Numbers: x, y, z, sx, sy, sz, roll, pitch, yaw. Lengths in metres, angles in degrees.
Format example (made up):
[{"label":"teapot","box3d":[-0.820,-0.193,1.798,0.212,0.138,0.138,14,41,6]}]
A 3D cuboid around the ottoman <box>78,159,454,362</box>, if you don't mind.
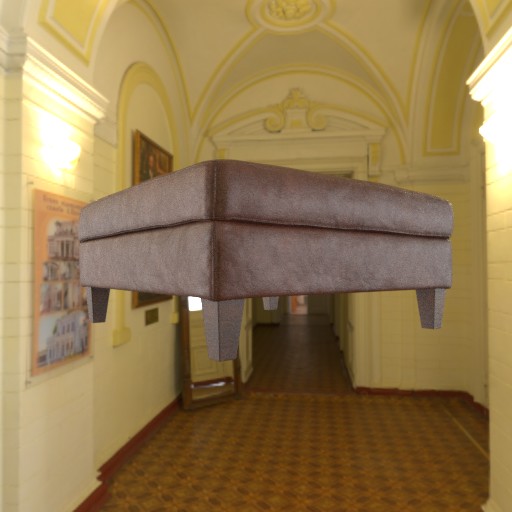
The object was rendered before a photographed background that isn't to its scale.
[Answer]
[{"label":"ottoman","box3d":[0.000,0.000,1.337,0.836,0.415,0.844,1,-2,-37]}]
